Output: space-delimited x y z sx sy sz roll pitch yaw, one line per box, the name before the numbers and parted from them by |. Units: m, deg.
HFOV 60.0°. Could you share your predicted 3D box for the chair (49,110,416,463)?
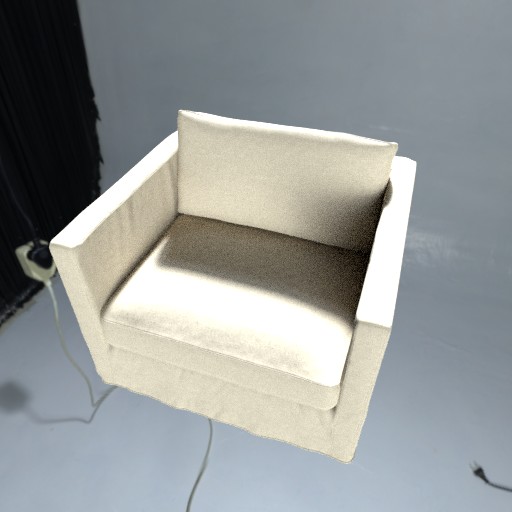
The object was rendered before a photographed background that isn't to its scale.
chair | 0.000 0.000 1.708 1.057 0.867 0.949 13 42 15
